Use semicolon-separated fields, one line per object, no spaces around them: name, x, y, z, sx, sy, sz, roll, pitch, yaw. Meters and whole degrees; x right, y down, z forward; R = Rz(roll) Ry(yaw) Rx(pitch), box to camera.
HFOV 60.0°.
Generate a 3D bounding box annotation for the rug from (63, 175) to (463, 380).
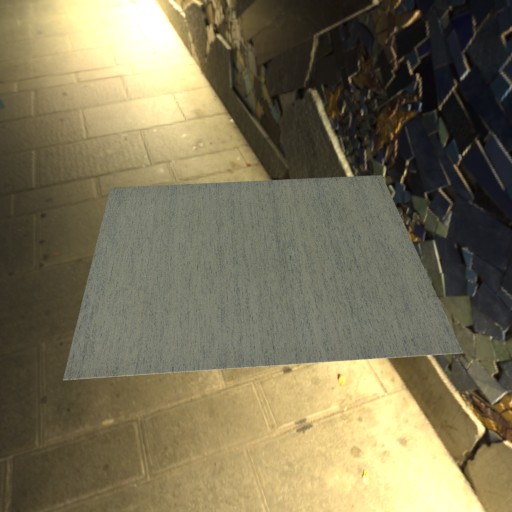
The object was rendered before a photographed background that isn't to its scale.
rug;0.000;0.000;4.373;3.197;0.006;2.438;-3;46;-3
